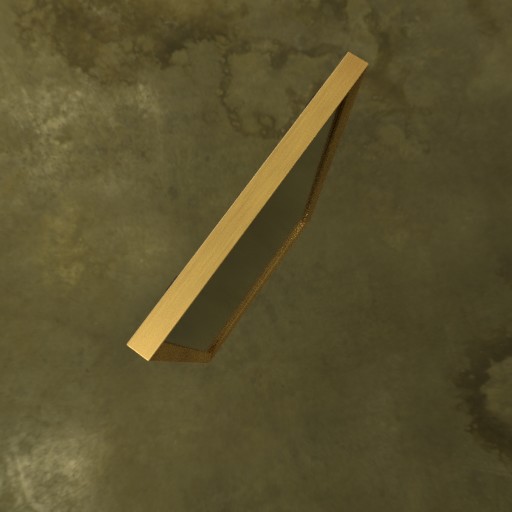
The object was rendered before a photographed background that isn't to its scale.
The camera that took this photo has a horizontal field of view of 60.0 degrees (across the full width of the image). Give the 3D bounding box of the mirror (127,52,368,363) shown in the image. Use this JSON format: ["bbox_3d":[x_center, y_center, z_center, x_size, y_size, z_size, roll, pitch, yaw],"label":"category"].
[{"bbox_3d":[0.000,0.000,0.932,0.039,0.710,0.507,34,79,8],"label":"mirror"}]
